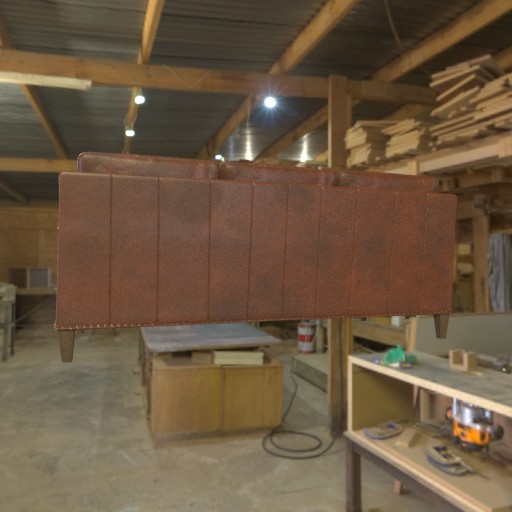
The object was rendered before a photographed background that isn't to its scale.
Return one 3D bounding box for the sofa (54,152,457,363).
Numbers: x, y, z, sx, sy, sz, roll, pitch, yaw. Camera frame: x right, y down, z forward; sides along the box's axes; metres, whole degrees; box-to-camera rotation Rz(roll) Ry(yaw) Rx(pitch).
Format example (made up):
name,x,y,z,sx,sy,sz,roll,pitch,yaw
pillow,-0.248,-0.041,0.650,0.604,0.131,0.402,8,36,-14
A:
name,x,y,z,sx,sy,sz,roll,pitch,yaw
sofa,0.000,0.000,2.770,2.240,1.003,1.084,0,-1,-18
